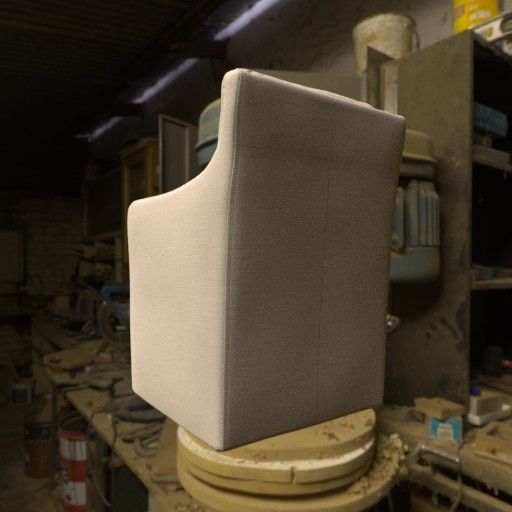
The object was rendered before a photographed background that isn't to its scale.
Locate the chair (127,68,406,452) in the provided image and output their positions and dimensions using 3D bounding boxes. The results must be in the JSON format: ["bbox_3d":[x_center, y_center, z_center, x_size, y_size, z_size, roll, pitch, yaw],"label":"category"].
[{"bbox_3d":[0.000,0.000,1.389,0.626,0.914,0.694,0,0,-35],"label":"chair"}]
